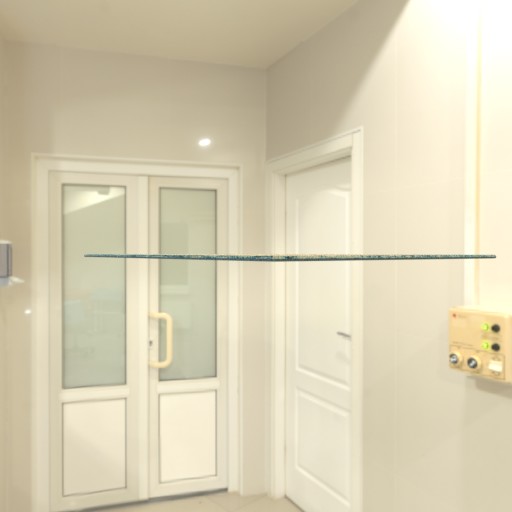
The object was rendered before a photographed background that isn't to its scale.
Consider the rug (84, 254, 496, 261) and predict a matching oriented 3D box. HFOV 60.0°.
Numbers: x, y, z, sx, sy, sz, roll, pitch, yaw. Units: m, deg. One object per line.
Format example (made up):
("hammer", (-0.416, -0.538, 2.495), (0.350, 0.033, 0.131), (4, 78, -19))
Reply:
("rug", (0.000, 0.000, 2.277), (1.219, 0.016, 1.829), (0, 0, -36))
